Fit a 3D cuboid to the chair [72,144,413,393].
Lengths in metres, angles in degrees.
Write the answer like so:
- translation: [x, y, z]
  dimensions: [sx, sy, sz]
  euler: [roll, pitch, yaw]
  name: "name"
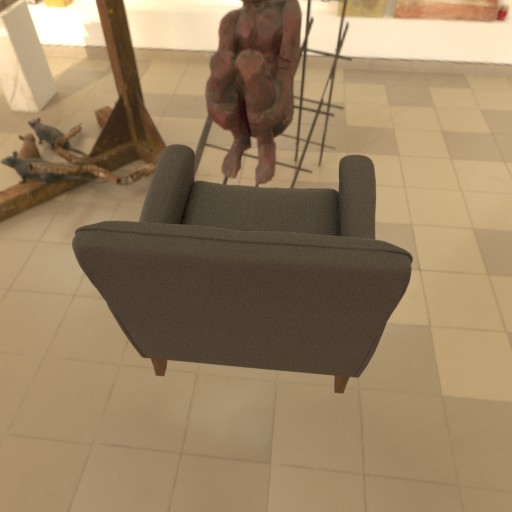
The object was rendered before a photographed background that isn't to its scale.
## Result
- translation: [0.000, 0.000, 1.582]
  dimensions: [0.836, 0.911, 0.831]
  euler: [4, 48, 4]
  name: "chair"
